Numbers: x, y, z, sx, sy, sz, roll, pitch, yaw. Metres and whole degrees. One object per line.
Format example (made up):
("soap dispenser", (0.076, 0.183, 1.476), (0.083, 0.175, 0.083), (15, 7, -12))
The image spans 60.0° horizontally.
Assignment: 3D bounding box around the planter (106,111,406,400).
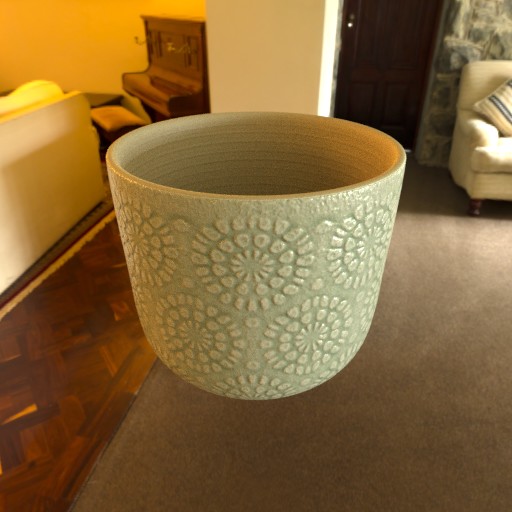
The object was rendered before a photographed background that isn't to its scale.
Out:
("planter", (0.000, 0.000, 0.297), (0.169, 0.153, 0.169), (0, 30, 0))
